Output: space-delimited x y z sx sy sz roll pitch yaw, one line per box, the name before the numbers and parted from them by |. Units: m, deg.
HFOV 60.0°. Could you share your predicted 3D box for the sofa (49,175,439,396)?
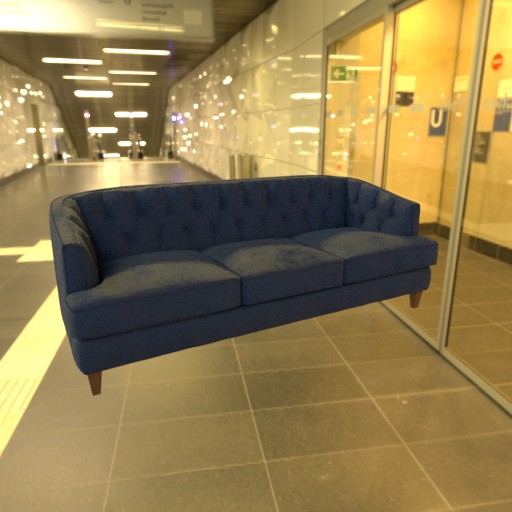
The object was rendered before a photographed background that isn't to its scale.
sofa | 0.000 0.000 2.738 2.278 0.855 0.941 -9 18 -28
